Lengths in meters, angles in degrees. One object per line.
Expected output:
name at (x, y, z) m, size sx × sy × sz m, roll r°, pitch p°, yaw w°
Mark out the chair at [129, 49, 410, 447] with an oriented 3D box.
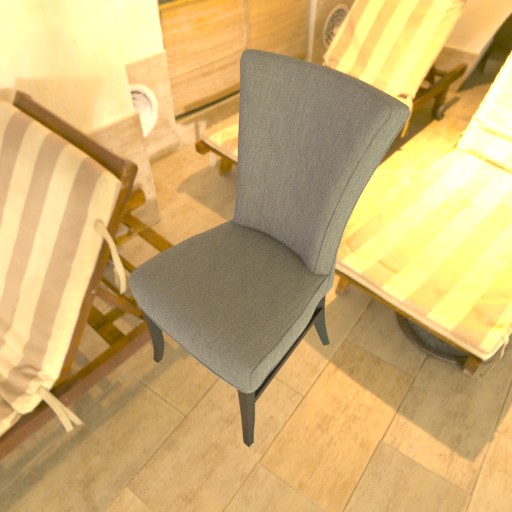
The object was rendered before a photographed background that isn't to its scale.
chair at (0.000, 0.000, 1.367) m, size 0.520 × 0.991 × 0.660 m, roll 33°, pitch 54°, yaw 28°
